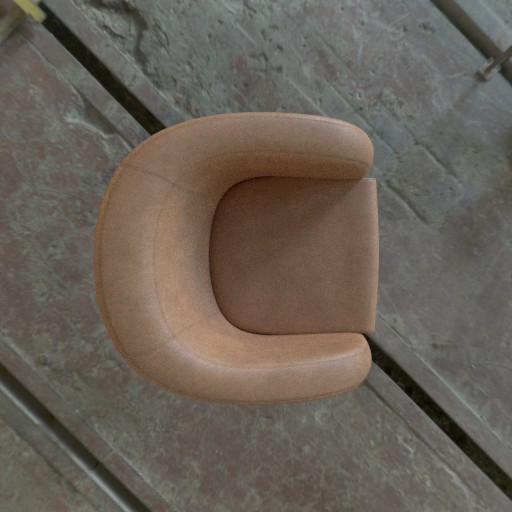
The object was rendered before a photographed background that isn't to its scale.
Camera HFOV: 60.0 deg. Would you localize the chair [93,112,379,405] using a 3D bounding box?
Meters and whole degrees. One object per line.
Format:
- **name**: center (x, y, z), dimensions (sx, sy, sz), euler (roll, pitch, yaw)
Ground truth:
- **chair**: center (0.000, 0.000, 1.470), dimensions (0.815, 0.771, 0.791), euler (0, 92, 0)
